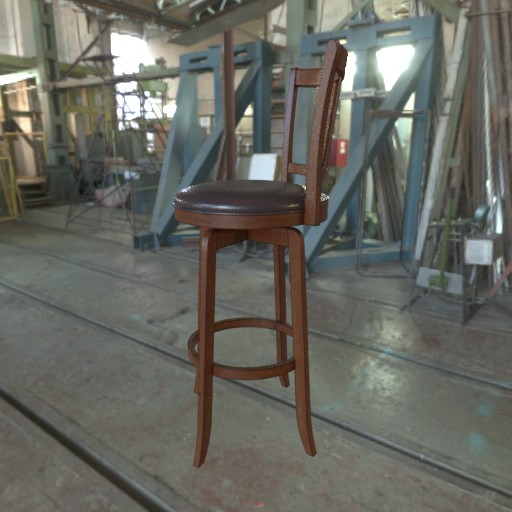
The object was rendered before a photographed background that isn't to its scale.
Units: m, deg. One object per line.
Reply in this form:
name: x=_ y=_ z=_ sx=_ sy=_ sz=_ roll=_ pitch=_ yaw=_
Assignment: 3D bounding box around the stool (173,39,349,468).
stool: x=0.000 y=0.000 z=1.401 sx=0.503 sy=1.177 sz=0.464 roll=-2 pitch=15 yaw=-7
